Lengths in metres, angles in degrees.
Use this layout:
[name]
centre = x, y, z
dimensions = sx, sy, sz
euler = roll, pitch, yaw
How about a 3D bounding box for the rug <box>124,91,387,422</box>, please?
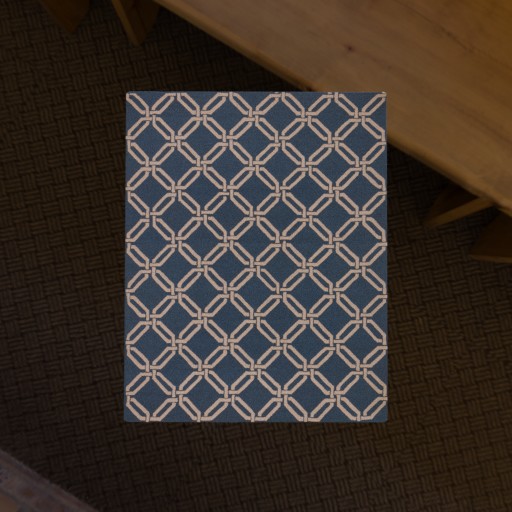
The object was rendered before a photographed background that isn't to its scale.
[rug]
centre = 0.000, 0.000, 3.843
dimensions = 2.277, 0.020, 2.867
euler = 0, 89, 0
